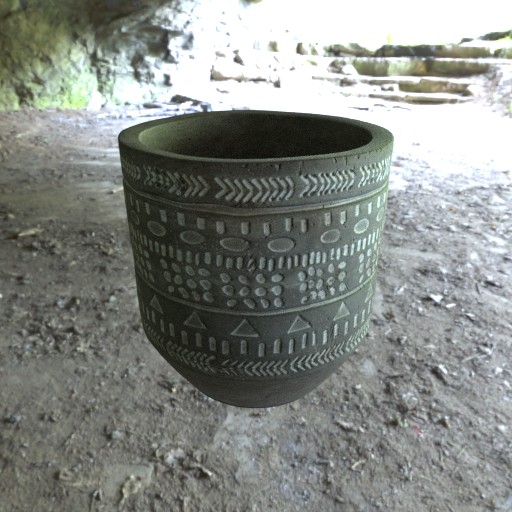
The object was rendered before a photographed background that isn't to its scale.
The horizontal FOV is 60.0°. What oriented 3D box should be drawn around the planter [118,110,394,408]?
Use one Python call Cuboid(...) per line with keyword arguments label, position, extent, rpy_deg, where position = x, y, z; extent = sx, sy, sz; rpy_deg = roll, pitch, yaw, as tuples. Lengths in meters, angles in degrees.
Cuboid(label="planter", position=(0.000, 0.000, 0.266), extent=(0.142, 0.149, 0.142), rpy_deg=(0, 26, 0))
